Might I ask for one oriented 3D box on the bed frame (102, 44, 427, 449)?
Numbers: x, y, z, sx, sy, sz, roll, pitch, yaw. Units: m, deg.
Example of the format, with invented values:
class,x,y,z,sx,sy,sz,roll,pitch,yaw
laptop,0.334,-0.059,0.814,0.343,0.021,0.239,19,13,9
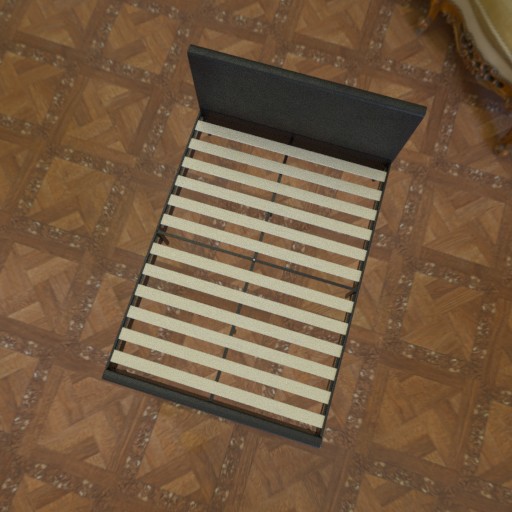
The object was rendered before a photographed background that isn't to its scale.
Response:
class,x,y,z,sx,sy,sz,roll,pitch,yaw
bed frame,0.000,0.000,3.233,1.634,1.127,2.318,16,78,4
